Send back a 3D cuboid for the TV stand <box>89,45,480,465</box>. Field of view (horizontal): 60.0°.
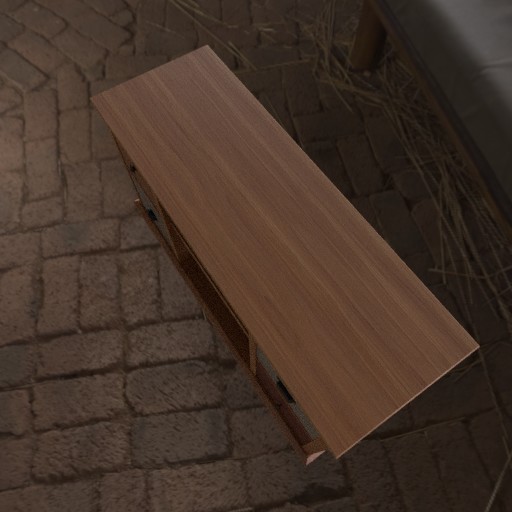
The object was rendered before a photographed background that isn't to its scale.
[{"bbox_3d":[0.000,0.000,1.423,0.417,0.607,1.181,-31,68,-14],"label":"TV stand"}]
